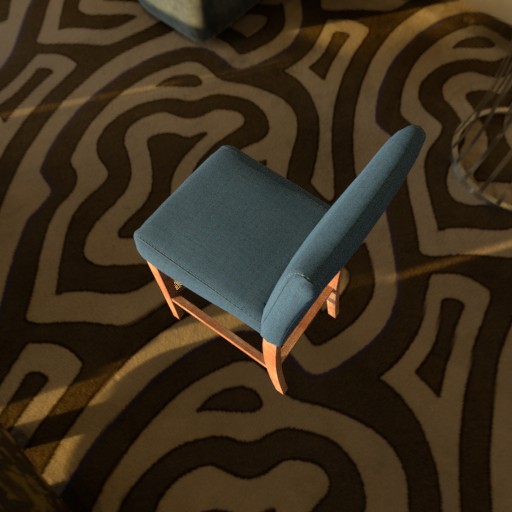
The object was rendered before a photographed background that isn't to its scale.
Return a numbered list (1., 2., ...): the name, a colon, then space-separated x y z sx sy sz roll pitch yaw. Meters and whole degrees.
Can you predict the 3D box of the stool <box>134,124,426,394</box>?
1. stool: 0.000 0.000 1.362 0.574 1.088 0.454 33 68 15
